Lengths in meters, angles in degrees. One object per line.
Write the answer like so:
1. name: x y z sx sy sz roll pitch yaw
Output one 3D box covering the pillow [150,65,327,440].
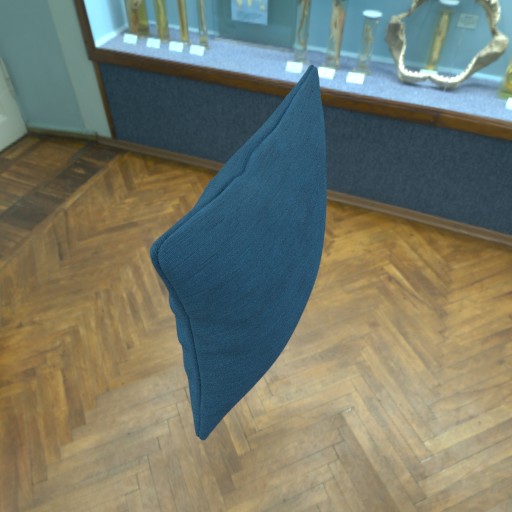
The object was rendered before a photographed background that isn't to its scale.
1. pillow: 0.000 0.000 0.672 0.177 0.420 0.437 18 48 17
